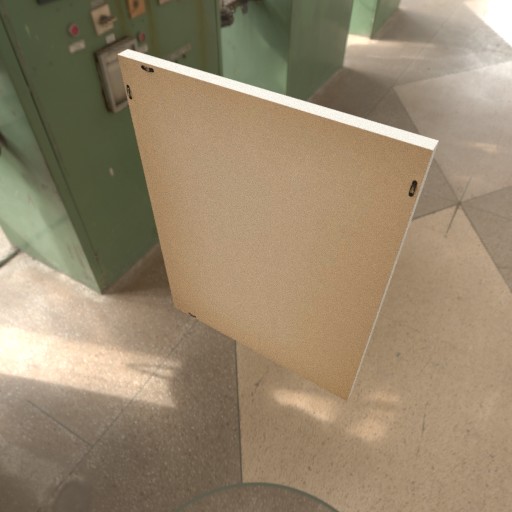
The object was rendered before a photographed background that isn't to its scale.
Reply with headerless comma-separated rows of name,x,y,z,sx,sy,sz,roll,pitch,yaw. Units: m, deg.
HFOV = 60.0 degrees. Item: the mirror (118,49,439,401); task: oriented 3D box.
mirror,0.000,0.000,1.306,0.762,1.016,0.041,25,52,21
